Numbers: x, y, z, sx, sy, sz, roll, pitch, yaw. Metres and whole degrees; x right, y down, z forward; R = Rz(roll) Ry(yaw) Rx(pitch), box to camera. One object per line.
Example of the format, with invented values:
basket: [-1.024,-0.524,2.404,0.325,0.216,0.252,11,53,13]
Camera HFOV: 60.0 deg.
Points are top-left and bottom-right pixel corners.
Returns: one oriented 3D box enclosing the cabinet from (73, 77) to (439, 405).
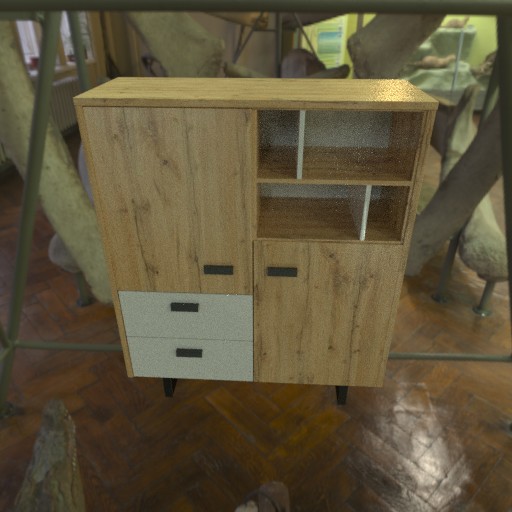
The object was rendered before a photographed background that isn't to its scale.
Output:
cabinet: [0.000,0.000,1.947,1.168,1.397,0.473,2,30,3]
